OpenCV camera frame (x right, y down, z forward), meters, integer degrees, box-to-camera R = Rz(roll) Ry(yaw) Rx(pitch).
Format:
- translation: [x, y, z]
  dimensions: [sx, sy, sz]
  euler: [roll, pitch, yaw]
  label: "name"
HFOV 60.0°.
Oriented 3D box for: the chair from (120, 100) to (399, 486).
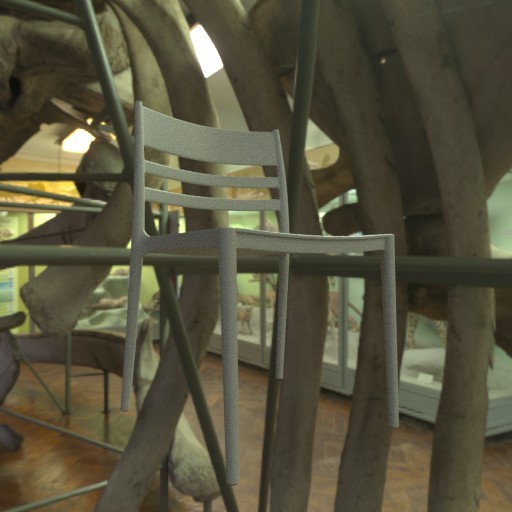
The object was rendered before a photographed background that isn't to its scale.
- translation: [0.000, 0.000, 1.109]
  dimensions: [0.531, 0.800, 0.511]
  euler: [0, 0, -35]
  label: "chair"
